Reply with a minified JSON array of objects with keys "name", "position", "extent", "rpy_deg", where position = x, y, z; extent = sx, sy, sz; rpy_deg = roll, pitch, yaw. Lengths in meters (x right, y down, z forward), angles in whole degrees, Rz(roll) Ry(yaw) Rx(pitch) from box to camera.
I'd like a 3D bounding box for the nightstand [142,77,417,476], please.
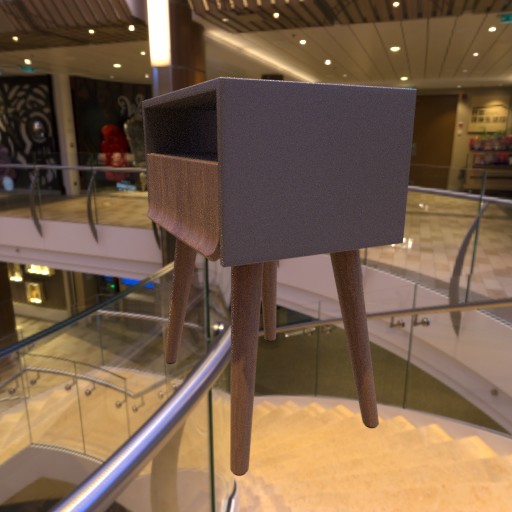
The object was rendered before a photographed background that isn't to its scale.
[{"name":"nightstand","position":[0.000,0.000,0.745],"extent":[0.288,0.508,0.370],"rpy_deg":[-7,17,-25]}]
